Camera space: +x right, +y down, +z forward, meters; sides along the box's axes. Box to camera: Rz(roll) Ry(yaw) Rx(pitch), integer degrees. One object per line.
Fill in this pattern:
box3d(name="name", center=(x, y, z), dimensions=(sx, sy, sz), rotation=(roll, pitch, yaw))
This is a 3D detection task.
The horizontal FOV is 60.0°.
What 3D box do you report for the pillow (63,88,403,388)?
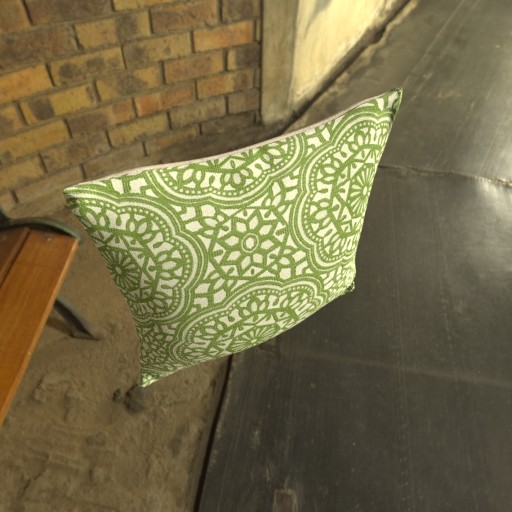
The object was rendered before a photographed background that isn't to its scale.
box3d(name="pillow", center=(0.000, 0.000, 0.656), dimensions=(0.440, 0.419, 0.162), rotation=(-22, 51, -19))
